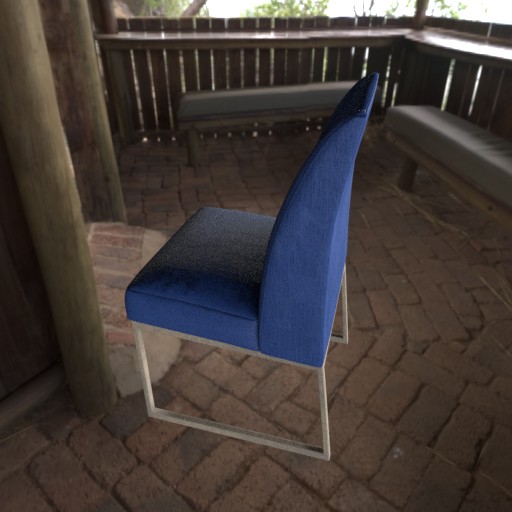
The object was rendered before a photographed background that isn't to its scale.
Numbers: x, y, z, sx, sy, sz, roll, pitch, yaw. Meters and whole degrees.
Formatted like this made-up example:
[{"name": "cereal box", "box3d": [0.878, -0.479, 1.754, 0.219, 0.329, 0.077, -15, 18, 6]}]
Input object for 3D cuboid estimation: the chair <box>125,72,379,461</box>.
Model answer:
[{"name": "chair", "box3d": [0.000, 0.000, 1.169, 0.522, 0.863, 0.508, 8, 32, 14]}]
